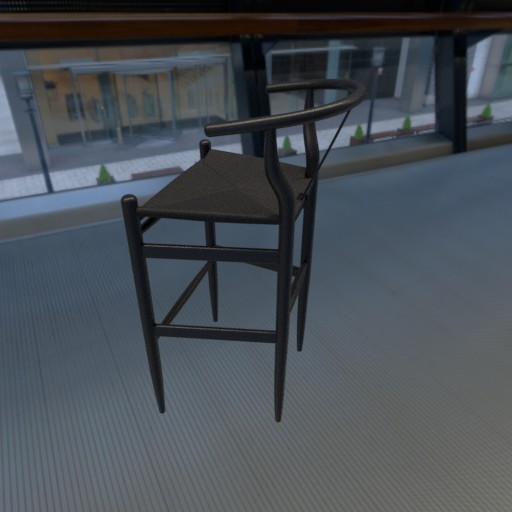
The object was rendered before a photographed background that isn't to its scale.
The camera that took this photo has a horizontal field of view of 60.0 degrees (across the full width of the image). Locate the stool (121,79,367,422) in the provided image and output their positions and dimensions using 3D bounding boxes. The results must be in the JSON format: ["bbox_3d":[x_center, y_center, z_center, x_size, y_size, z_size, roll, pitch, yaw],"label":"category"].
[{"bbox_3d":[0.000,0.000,1.449,0.579,1.072,0.569,9,32,14],"label":"stool"}]
